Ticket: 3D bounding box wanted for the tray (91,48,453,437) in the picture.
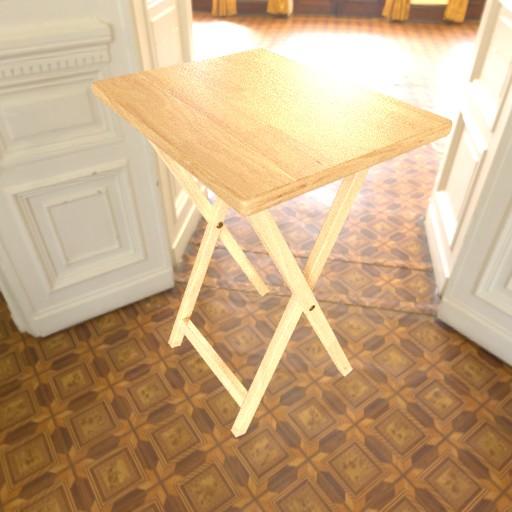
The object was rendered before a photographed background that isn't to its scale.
[{"bbox_3d":[0.000,0.000,0.930,0.381,0.660,0.483,-25,46,-27],"label":"tray"}]
